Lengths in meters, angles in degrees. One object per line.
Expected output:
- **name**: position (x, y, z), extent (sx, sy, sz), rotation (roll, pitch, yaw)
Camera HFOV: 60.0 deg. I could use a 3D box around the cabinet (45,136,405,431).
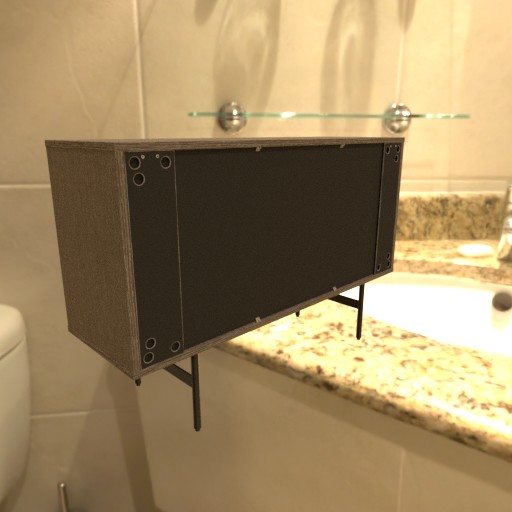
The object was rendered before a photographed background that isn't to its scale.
- **cabinet**: position (0.000, 0.000, 1.534), extent (1.194, 0.787, 0.405), rotation (-15, 21, -42)
